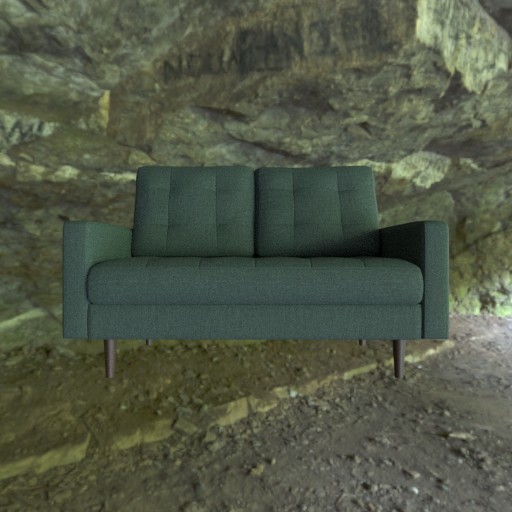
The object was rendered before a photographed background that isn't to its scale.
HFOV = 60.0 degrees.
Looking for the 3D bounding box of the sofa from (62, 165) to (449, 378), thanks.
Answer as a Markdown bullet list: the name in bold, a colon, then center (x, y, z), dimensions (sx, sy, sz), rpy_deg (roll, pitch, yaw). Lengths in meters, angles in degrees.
- **sofa**: center (0.000, 0.000, 1.975), dimensions (1.407, 0.907, 0.842), rpy_deg (0, 0, 0)
